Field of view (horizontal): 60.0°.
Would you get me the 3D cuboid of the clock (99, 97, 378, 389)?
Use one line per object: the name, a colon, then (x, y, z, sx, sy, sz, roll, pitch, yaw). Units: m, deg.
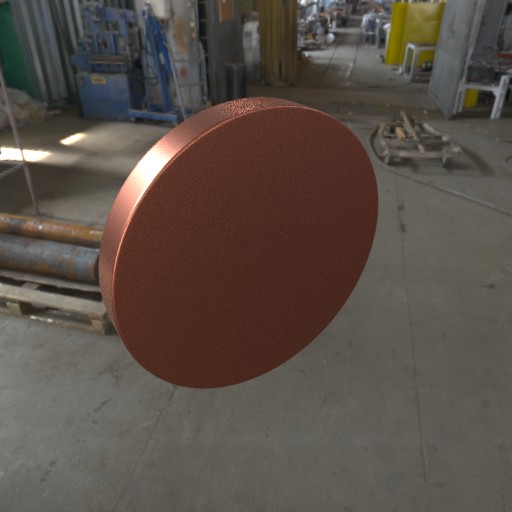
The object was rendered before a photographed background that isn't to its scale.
clock: (0.000, 0.000, 0.466, 0.313, 0.313, 0.040, -18, 36, -27)
